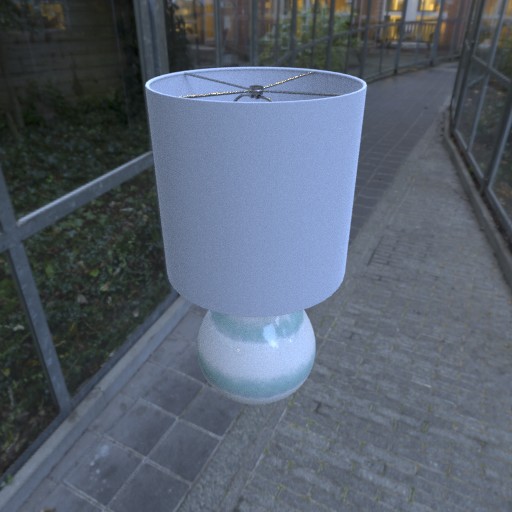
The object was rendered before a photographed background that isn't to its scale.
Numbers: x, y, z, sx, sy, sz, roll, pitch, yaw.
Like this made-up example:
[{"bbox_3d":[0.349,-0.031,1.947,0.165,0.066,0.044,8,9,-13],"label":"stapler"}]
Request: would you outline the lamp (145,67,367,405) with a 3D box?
[{"bbox_3d":[0.000,0.000,0.544,0.217,0.404,0.217,23,37,34],"label":"lamp"}]
